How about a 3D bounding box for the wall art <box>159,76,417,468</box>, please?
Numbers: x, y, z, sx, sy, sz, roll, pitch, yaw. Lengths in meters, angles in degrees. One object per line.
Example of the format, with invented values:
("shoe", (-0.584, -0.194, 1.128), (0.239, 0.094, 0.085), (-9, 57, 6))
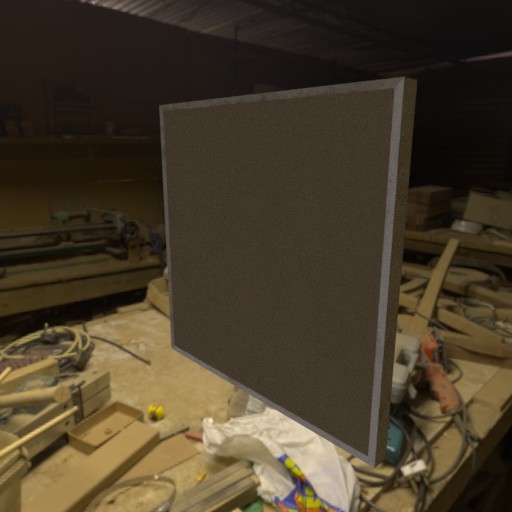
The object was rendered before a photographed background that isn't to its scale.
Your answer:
("wall art", (0.000, 0.000, 0.739), (0.029, 0.506, 0.508), (-13, 19, -42))
